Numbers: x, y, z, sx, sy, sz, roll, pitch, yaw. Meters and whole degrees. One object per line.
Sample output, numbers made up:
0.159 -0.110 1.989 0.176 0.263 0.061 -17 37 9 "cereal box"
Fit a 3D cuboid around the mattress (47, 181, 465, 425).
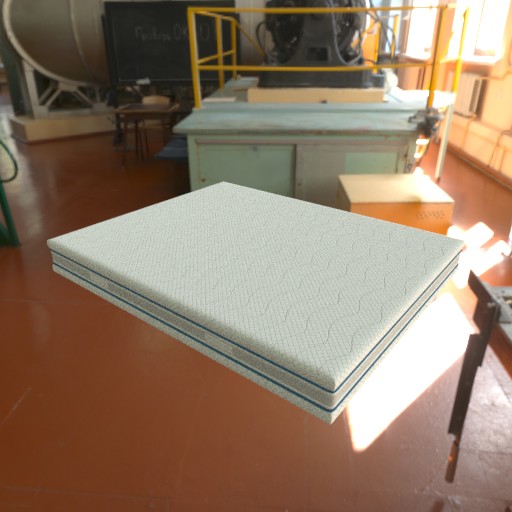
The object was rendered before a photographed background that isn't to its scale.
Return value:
0.000 0.000 2.749 2.000 0.230 1.600 19 32 34 "mattress"
